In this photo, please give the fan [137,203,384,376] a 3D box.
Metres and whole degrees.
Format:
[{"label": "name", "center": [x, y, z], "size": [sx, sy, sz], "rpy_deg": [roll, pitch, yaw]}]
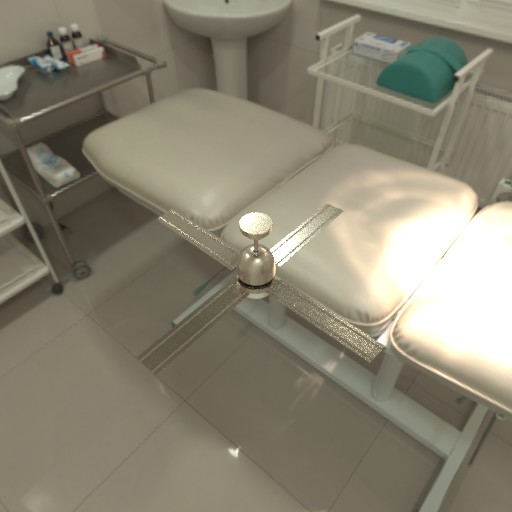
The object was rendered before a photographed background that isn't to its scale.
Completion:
[{"label": "fan", "center": [0.000, 0.000, 2.051], "size": [1.346, 0.406, 1.346], "rpy_deg": [31, 53, 27]}]
